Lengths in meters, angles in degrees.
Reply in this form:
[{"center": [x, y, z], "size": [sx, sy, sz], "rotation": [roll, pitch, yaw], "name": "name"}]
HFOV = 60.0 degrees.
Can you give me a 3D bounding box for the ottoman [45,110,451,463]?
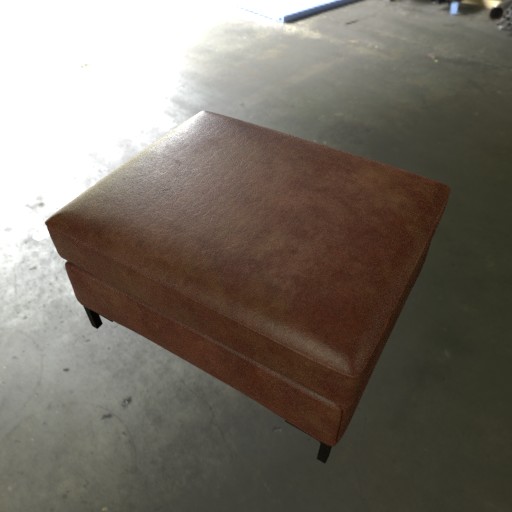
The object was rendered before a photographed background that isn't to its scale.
[{"center": [0.000, 0.000, 1.799], "size": [1.186, 0.667, 0.965], "rotation": [23, 50, 21], "name": "ottoman"}]
